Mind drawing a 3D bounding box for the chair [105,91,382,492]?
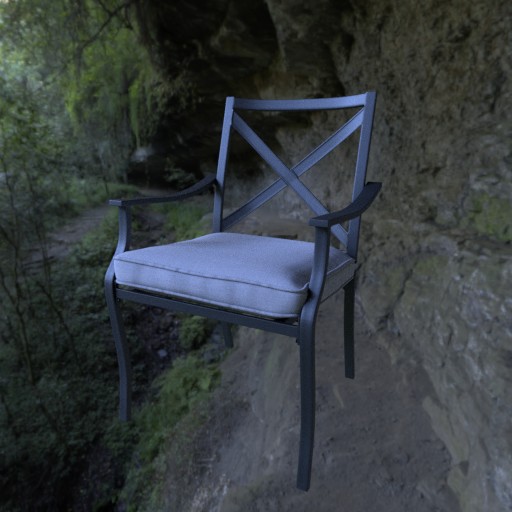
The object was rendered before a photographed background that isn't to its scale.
[{"bbox_3d":[0.000,0.000,1.245,0.575,0.889,0.620,8,18,26],"label":"chair"}]
